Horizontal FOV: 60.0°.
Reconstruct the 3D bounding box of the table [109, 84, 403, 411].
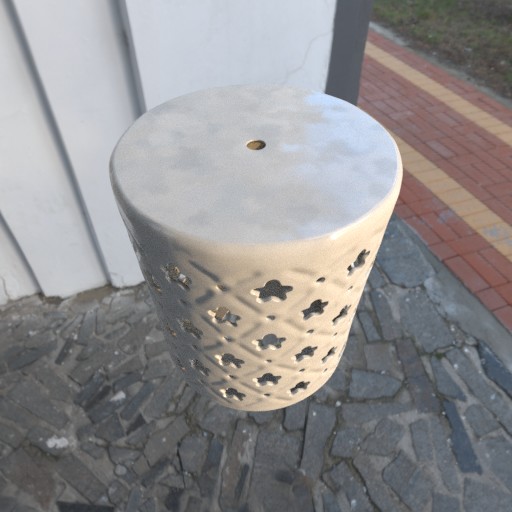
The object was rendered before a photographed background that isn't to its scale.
[{"bbox_3d":[0.000,0.000,0.671,0.352,0.387,0.352,0,46,0],"label":"table"}]
